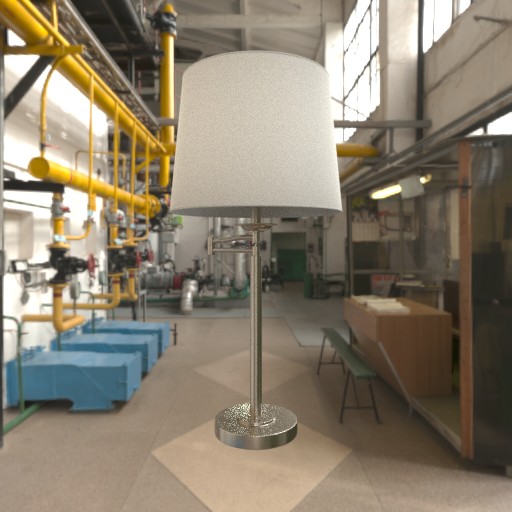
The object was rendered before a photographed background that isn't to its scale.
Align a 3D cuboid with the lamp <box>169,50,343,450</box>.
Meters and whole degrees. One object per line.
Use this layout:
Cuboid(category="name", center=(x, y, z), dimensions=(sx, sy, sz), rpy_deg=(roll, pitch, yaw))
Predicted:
Cuboid(category="lamp", center=(0.000, 0.000, 0.870), dimensions=(0.333, 0.696, 0.333), rpy_deg=(0, 2, 0))
